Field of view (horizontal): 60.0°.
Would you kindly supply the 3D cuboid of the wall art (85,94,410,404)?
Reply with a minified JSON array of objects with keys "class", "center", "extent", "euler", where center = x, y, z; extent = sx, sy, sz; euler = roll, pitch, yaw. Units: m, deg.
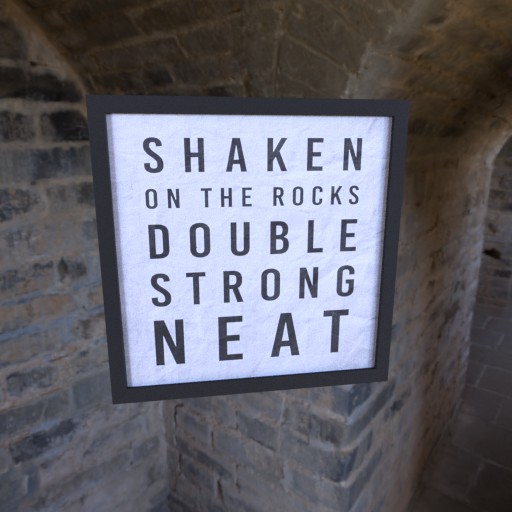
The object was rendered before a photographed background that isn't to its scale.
[{"class":"wall art","center":[0.000,0.000,0.678],"extent":[0.456,0.458,0.013],"euler":[-2,14,-9]}]
